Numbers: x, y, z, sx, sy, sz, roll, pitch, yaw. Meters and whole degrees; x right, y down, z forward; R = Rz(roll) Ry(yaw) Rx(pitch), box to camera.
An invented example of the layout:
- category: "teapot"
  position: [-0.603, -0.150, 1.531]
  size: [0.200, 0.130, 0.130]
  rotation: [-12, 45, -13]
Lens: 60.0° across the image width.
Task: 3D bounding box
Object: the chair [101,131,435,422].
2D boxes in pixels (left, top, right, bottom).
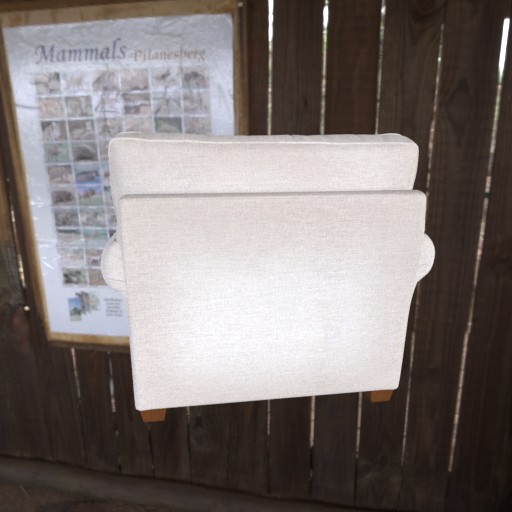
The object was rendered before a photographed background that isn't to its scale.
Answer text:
- category: "chair"
  position: [0.000, 0.000, 1.810]
  size: [1.092, 0.961, 0.965]
  rotation: [-2, 14, -8]
